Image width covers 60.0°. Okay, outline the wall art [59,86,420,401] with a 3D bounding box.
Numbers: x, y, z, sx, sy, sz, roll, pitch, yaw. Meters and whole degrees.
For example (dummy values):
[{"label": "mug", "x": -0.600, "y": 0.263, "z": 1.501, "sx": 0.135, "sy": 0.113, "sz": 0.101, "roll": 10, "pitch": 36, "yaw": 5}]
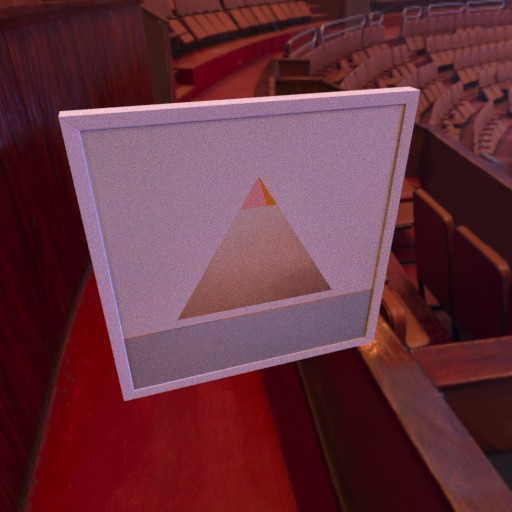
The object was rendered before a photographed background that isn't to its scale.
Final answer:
[{"label": "wall art", "x": 0.000, "y": 0.000, "z": 1.123, "sx": 0.768, "sy": 0.765, "sz": 0.041, "roll": -9, "pitch": 33, "yaw": -15}]
